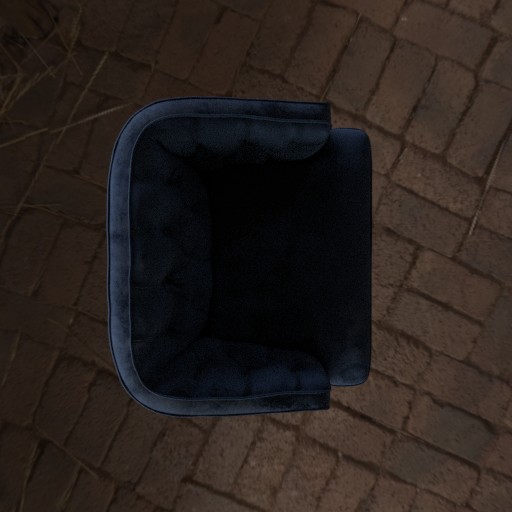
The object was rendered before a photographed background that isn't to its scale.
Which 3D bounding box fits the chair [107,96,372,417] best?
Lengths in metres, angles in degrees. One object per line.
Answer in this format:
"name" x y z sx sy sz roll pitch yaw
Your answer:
"chair" 0.000 0.000 1.801 0.940 0.852 1.094 0 91 1
